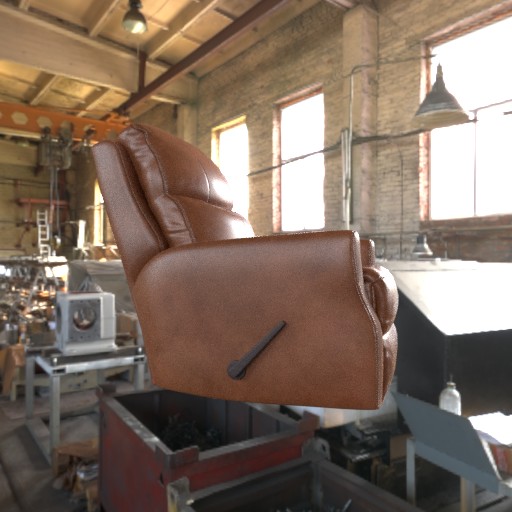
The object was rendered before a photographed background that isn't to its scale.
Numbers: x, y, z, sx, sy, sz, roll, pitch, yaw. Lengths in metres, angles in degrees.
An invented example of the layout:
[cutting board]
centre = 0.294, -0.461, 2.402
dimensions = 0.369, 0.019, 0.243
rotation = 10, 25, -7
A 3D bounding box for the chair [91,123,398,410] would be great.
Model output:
[chair]
centre = 0.000, 0.000, 1.760
dimensions = 1.072, 1.016, 0.821
rotation = 0, -1, 19
